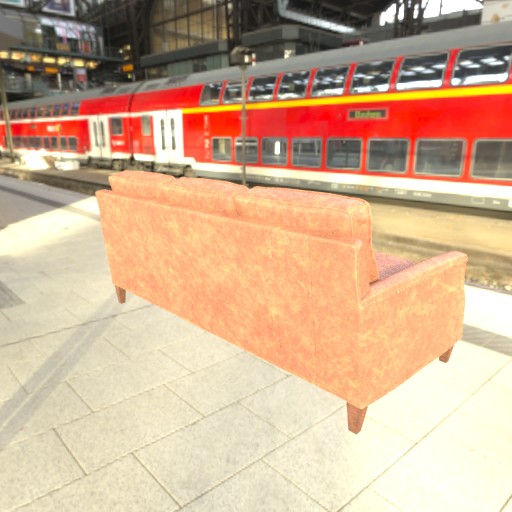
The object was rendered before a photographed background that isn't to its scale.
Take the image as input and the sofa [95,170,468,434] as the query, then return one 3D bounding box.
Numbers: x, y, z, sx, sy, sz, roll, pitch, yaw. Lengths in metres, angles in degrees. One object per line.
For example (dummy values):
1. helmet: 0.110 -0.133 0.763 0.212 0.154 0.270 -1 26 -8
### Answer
1. sofa: 0.000 0.000 2.798 1.084 1.003 2.246 -14 21 -42
